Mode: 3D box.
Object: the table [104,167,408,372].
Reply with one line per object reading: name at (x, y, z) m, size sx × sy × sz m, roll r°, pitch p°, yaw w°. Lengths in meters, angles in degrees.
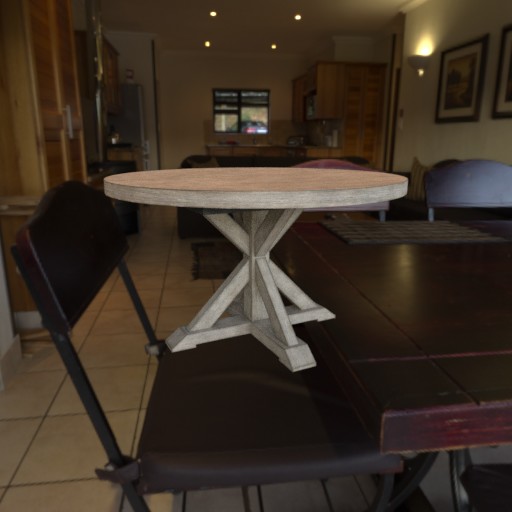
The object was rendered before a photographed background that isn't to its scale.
table at (0.000, 0.000, 2.182) m, size 1.363 × 0.781 × 1.363 m, roll 0°, pitch 14°, yaw 0°
